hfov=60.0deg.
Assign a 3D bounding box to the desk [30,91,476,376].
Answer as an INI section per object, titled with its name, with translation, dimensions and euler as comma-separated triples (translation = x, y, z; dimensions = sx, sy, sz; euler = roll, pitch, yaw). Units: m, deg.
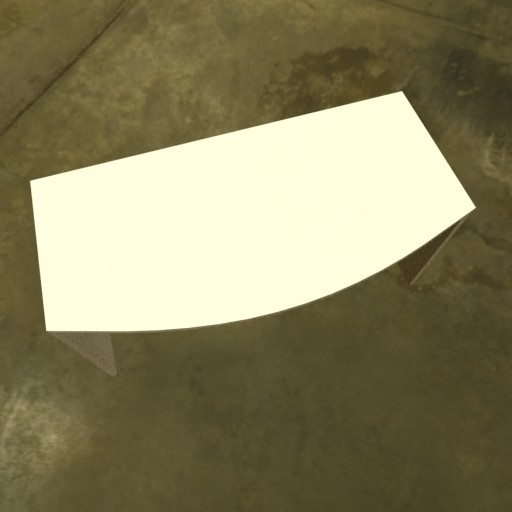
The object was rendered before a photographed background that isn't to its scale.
[desk]
translation = 0.000, 0.000, 2.007
dimensions = 1.600, 0.750, 0.802
euler = -16, 65, -8
